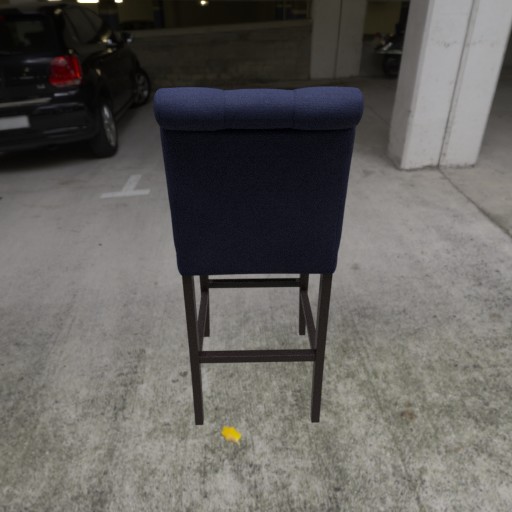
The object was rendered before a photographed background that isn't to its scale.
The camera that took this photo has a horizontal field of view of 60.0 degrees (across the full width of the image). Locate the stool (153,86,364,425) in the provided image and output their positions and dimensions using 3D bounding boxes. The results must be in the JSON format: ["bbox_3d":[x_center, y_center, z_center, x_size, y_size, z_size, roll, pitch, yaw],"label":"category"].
[{"bbox_3d":[0.000,0.000,1.469,0.493,1.140,0.601,-1,30,-1],"label":"stool"}]
